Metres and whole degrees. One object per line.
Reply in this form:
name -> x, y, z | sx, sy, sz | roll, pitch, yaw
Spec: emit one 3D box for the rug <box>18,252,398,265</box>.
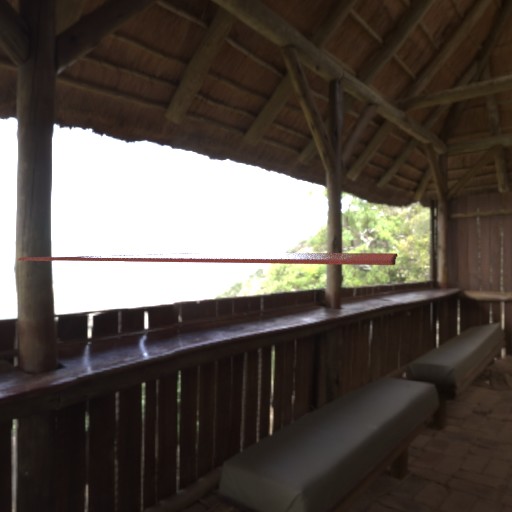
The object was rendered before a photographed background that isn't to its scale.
rug -> 0.000, 0.000, 4.000 | 2.430, 0.018, 2.976 | 0, 1, 18
